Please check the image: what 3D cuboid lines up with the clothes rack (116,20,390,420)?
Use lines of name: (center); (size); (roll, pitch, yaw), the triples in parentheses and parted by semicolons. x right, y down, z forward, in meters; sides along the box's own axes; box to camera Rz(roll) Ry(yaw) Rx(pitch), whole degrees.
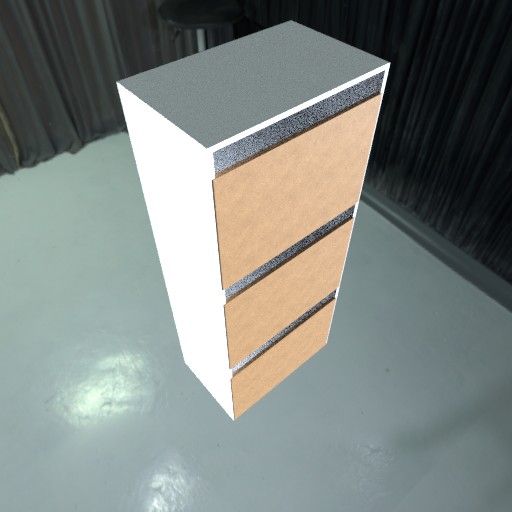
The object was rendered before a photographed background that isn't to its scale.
clothes rack: (0.000, 0.000, 1.391); (0.500, 1.187, 0.330); (-33, 56, -26)
